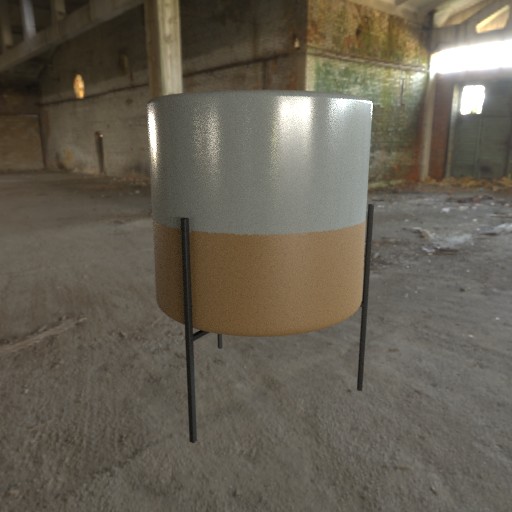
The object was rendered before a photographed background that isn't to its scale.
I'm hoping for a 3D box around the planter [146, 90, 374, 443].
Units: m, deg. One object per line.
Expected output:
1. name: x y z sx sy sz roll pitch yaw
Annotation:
1. planter: 0.000 0.000 0.657 0.310 0.432 0.310 -12 19 -41
